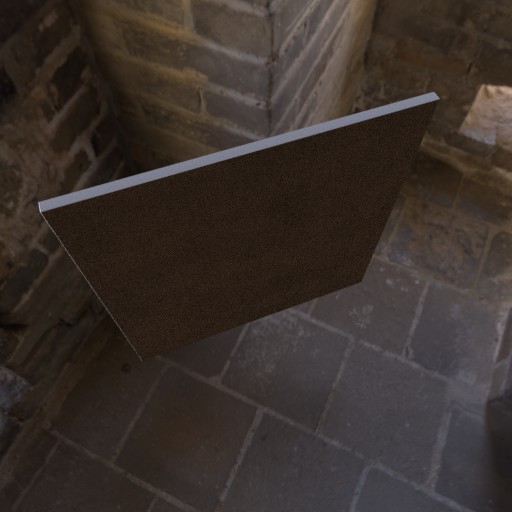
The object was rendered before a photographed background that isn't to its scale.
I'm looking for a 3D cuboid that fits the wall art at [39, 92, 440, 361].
[{"bbox_3d":[0.000,0.000,0.977,0.664,0.661,0.020,-18,60,-11],"label":"wall art"}]
